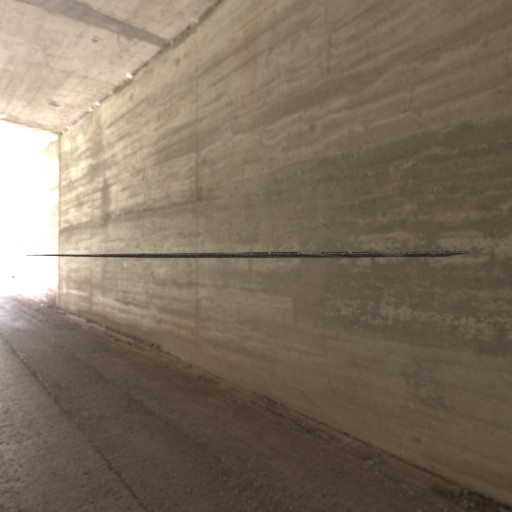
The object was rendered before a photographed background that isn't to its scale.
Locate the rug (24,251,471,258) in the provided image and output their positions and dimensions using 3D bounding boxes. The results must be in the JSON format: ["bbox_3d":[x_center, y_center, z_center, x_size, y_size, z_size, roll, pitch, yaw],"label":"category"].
[{"bbox_3d":[0.000,0.000,2.986,2.434,0.015,1.520,0,-1,18],"label":"rug"}]
